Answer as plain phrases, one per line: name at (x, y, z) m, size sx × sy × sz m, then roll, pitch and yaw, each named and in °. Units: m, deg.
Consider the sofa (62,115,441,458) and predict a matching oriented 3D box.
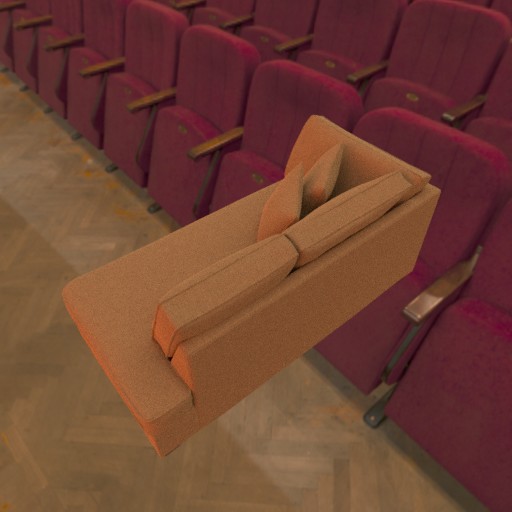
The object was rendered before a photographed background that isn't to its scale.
sofa at (0.000, 0.000, 2.863) m, size 2.237 × 1.033 × 1.110 m, roll -30°, pitch 52°, yaw -27°
